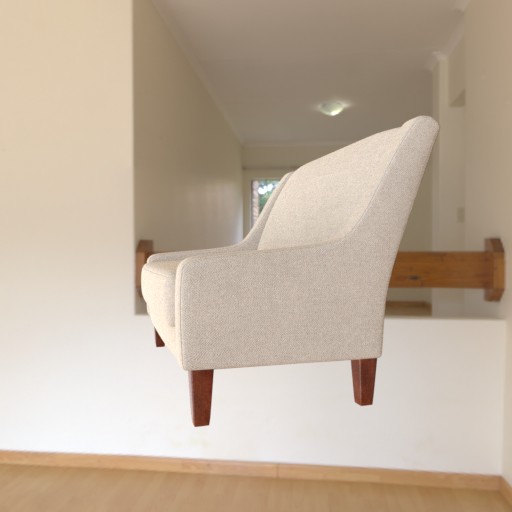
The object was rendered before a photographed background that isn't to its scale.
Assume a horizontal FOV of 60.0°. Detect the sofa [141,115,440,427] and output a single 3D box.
[{"bbox_3d":[0.000,0.000,1.945,0.946,0.976,1.212,0,1,-18],"label":"sofa"}]
